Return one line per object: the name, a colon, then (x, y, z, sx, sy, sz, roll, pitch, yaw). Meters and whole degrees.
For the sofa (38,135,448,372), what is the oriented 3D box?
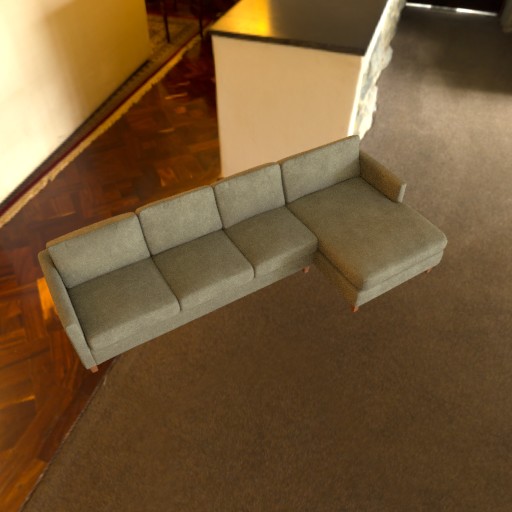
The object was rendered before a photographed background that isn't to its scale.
sofa: (0.000, 0.000, 4.128, 3.471, 0.950, 1.604, -23, 51, -21)
